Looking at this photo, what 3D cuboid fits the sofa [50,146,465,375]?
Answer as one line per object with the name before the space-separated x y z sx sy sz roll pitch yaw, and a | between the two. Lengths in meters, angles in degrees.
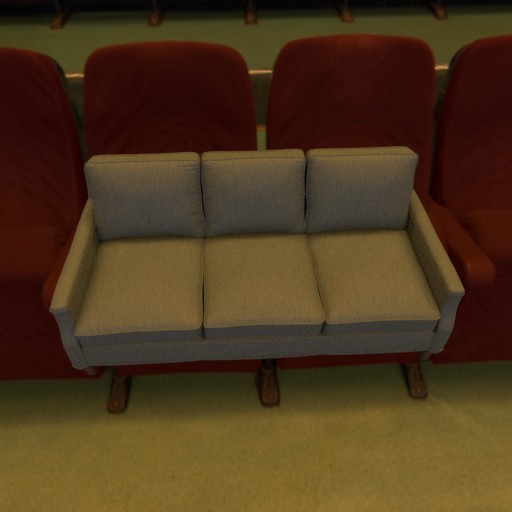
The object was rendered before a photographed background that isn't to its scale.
sofa | 0.000 0.000 2.777 2.246 1.003 1.084 -2 46 -2
